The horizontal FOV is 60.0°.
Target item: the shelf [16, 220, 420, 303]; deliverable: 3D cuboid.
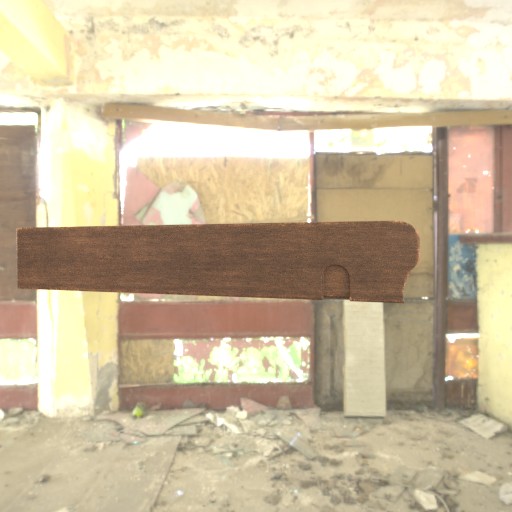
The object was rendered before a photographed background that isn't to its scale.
[{"bbox_3d":[0.000,0.000,0.458,0.310,0.050,0.310,0,1,19],"label":"shelf"}]
